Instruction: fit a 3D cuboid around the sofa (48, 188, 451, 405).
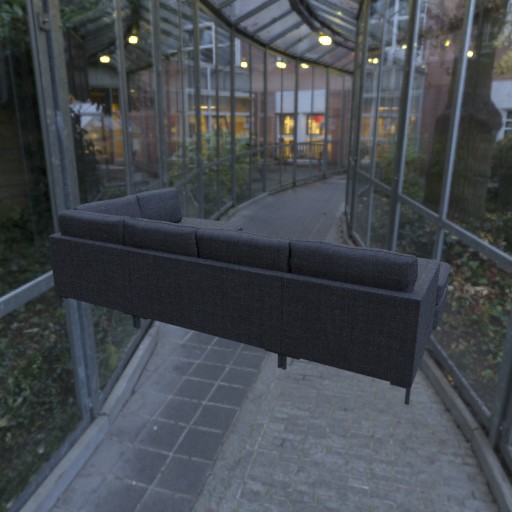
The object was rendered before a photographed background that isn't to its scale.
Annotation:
[{"bbox_3d":[0.000,0.000,4.314,3.423,0.999,2.048,9,18,27],"label":"sofa"}]
